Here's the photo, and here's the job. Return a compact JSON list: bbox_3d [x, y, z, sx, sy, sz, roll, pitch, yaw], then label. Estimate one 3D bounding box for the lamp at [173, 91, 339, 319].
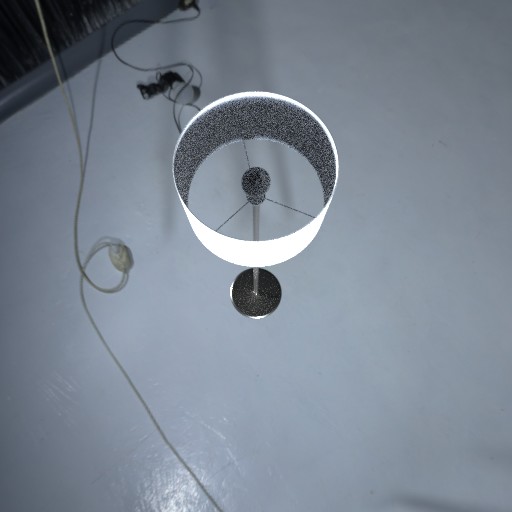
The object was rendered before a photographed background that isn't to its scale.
[{"bbox_3d":[0.000,0.000,1.620,0.347,1.443,0.347,-40,78,-10],"label":"lamp"}]
